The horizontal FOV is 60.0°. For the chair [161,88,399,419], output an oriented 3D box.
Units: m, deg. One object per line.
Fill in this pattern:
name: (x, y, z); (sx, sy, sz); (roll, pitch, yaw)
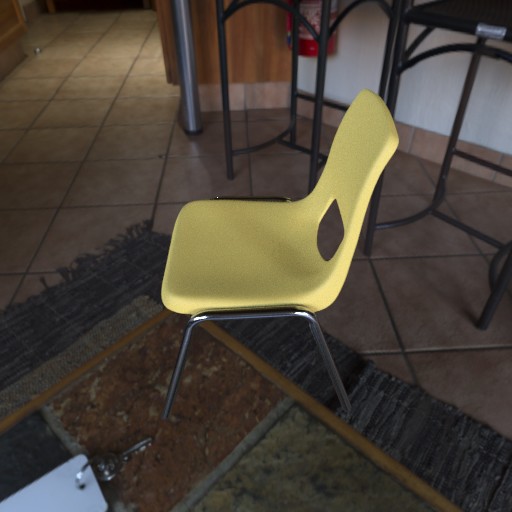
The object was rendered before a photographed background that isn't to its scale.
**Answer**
chair: (0.000, 0.000, 0.936); (0.436, 0.653, 0.381); (0, 41, -1)
